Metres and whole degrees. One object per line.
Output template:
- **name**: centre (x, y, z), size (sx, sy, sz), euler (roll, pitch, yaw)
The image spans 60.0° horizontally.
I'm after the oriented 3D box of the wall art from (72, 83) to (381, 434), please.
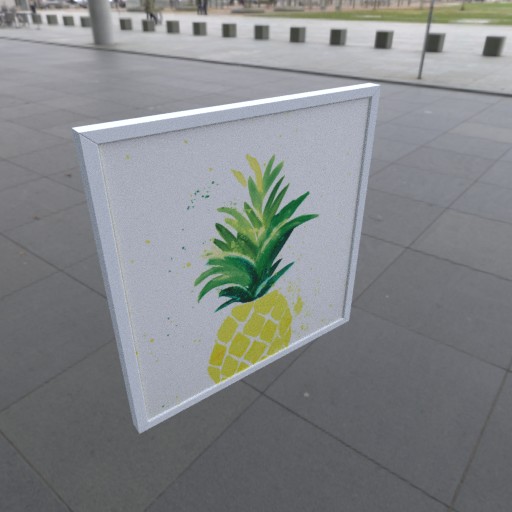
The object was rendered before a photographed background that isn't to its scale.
- **wall art**: centre (0.000, 0.000, 1.139), size (0.763, 0.761, 0.038), euler (-21, 36, -31)
